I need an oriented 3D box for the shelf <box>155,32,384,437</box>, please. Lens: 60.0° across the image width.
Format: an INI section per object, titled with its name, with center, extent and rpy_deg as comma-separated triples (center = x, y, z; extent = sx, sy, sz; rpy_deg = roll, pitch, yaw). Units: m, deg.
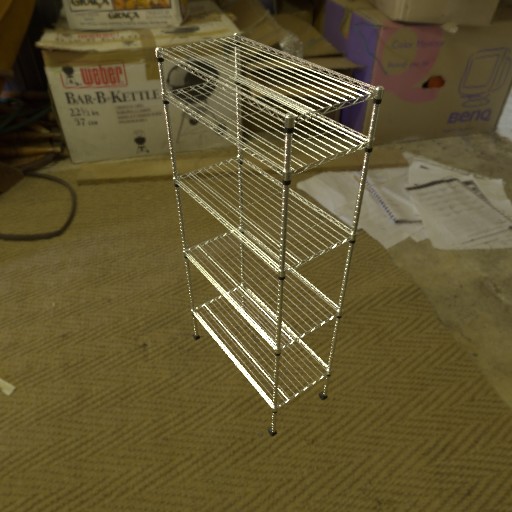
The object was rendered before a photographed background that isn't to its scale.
[shelf]
center = 0.000, 0.000, 1.915
extent = 0.356, 1.587, 0.762
rpy_deg = -25, 46, -27
